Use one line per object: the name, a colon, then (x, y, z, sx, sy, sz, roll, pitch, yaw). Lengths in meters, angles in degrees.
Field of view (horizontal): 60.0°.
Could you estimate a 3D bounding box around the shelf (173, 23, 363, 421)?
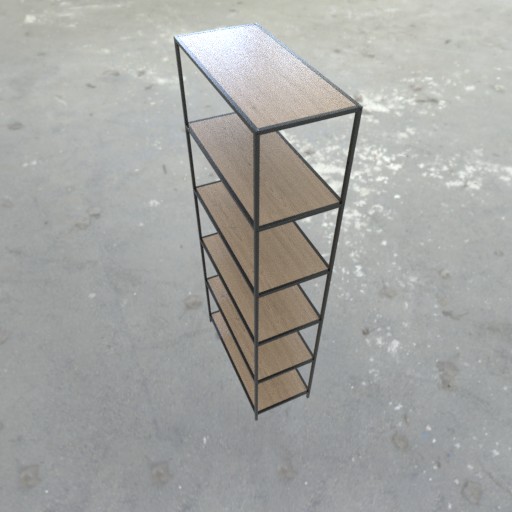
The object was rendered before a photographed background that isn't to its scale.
shelf: (0.000, 0.000, 2.171, 0.350, 1.850, 0.770, -18, 49, -17)
